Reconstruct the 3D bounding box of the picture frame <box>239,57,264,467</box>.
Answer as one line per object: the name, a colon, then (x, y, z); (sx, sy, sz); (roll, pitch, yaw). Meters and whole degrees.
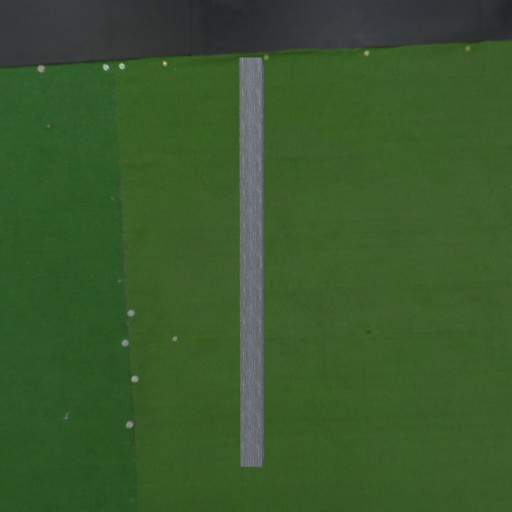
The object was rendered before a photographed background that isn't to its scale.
picture frame: (0.000, 0.000, 0.770); (0.029, 0.559, 0.454); (0, 92, 1)
